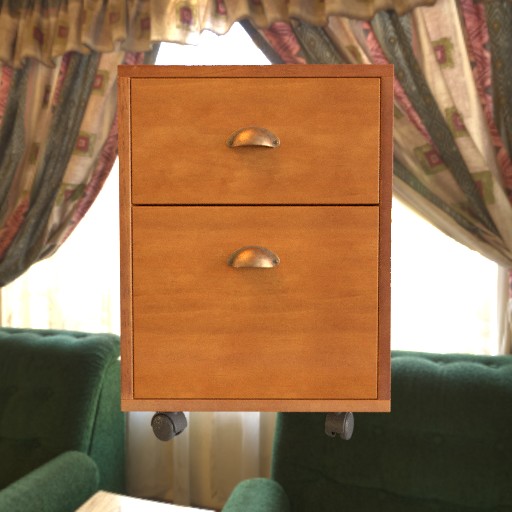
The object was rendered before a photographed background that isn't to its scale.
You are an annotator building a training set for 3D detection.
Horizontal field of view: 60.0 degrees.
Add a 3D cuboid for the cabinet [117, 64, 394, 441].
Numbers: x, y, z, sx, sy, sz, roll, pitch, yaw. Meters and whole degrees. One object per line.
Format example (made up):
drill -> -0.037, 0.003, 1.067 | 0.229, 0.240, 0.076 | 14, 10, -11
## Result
cabinet -> 0.000, 0.000, 0.842 | 0.409, 0.579, 0.401 | 0, 2, 0
